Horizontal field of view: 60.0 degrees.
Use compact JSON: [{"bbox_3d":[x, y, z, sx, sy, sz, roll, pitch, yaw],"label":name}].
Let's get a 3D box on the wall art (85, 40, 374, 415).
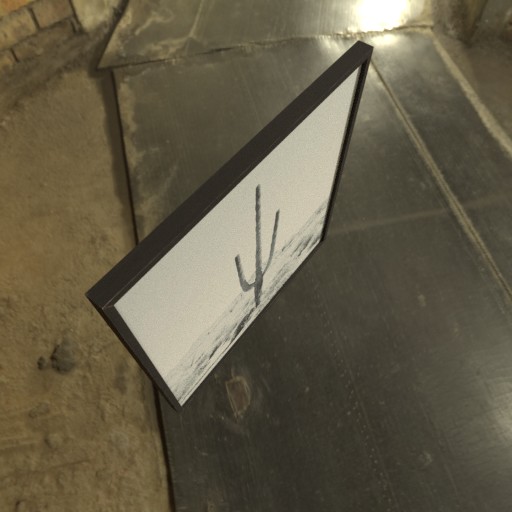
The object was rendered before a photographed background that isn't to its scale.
[{"bbox_3d":[0.000,0.000,1.118,0.038,0.762,0.762,34,65,18],"label":"wall art"}]
